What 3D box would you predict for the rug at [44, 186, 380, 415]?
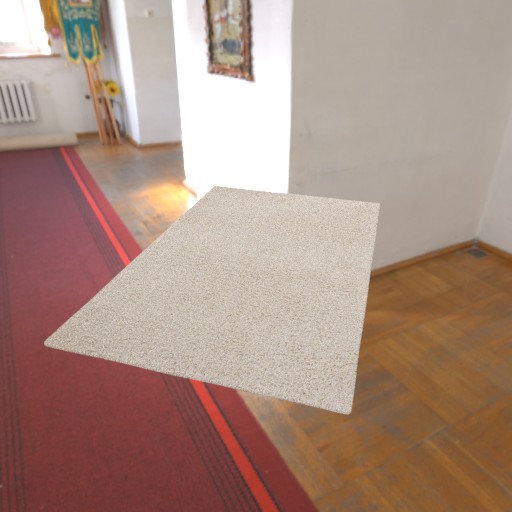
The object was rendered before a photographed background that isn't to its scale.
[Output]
[{"bbox_3d":[0.000,0.000,3.506,1.778,0.030,2.743,8,30,15],"label":"rug"}]
